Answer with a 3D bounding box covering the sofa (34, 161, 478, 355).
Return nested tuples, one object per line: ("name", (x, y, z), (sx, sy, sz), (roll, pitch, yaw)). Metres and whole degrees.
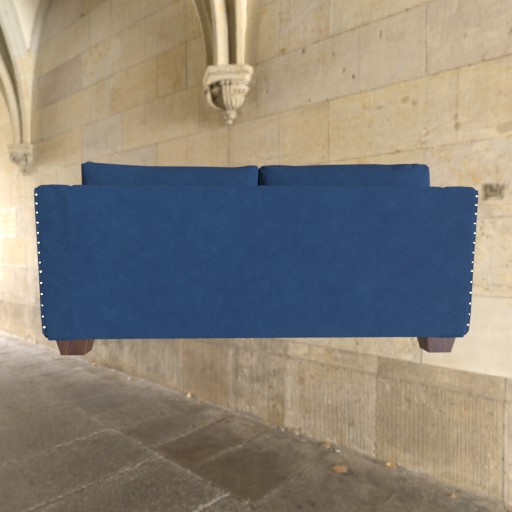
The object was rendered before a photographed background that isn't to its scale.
("sofa", (0.000, 0.000, 2.644), (2.107, 0.983, 1.104), (0, 1, -2))
